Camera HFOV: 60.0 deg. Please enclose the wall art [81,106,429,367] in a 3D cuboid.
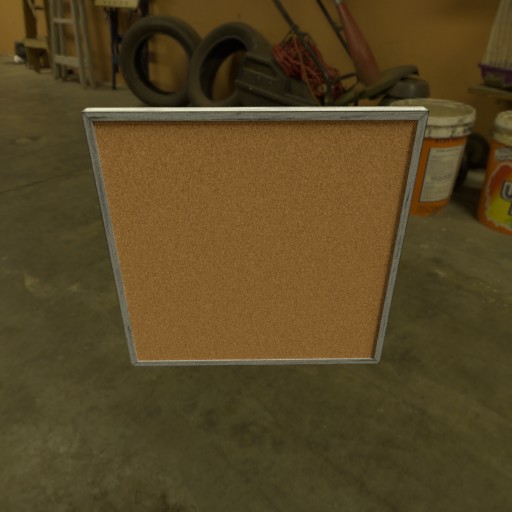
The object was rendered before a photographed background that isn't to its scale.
[{"bbox_3d":[0.000,0.000,1.179,0.761,0.761,0.037,0,31,-1],"label":"wall art"}]
